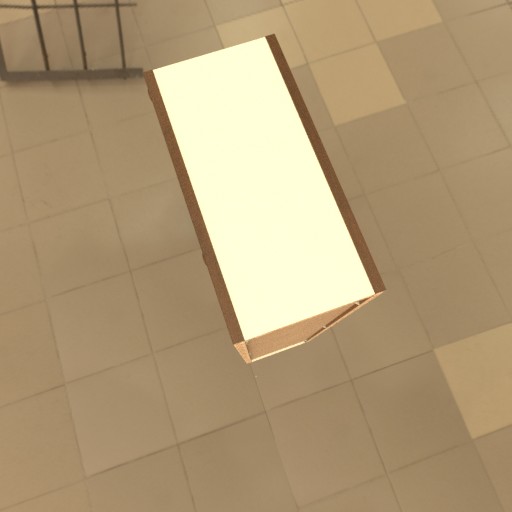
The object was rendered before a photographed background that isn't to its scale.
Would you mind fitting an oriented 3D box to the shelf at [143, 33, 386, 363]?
[{"bbox_3d":[0.000,0.000,0.712,0.147,0.600,0.290,-19,76,-5],"label":"shelf"}]
